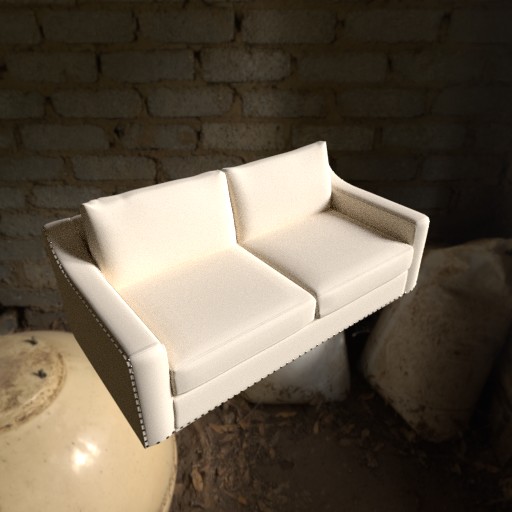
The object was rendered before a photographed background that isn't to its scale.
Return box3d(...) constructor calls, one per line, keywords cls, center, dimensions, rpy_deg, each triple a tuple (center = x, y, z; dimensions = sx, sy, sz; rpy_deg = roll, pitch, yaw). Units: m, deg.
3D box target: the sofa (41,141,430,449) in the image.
box3d(cls="sofa", center=(0.000, 0.000, 2.356), dimensions=(1.812, 0.830, 0.949), rpy_deg=(-22, 38, -32))
